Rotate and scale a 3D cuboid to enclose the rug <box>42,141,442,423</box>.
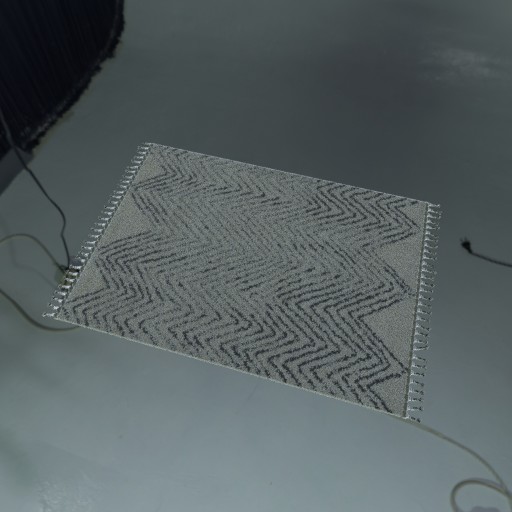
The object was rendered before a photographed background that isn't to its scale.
[{"bbox_3d":[0.000,0.000,2.332,1.847,0.014,1.230,14,60,8],"label":"rug"}]
